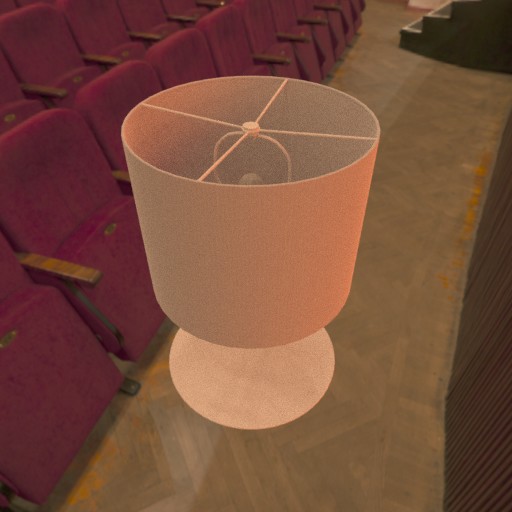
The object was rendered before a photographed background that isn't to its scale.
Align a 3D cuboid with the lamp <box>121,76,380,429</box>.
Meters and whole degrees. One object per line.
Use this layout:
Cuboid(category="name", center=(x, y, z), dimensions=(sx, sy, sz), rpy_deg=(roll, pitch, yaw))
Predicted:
Cuboid(category="lamp", center=(0.000, 0.000, 0.683), dimensions=(0.299, 0.454, 0.341), rpy_deg=(13, 42, 15))
